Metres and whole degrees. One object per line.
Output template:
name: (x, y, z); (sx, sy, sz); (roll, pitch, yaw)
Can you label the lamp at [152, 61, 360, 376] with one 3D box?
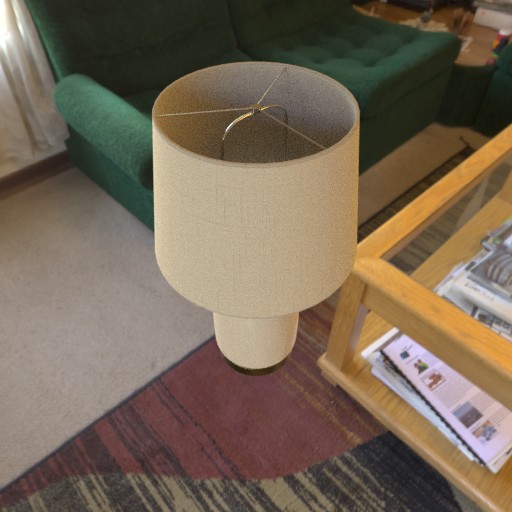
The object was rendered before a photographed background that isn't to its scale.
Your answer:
lamp: (0.000, 0.000, 0.663); (0.285, 0.483, 0.285); (0, 47, 0)
